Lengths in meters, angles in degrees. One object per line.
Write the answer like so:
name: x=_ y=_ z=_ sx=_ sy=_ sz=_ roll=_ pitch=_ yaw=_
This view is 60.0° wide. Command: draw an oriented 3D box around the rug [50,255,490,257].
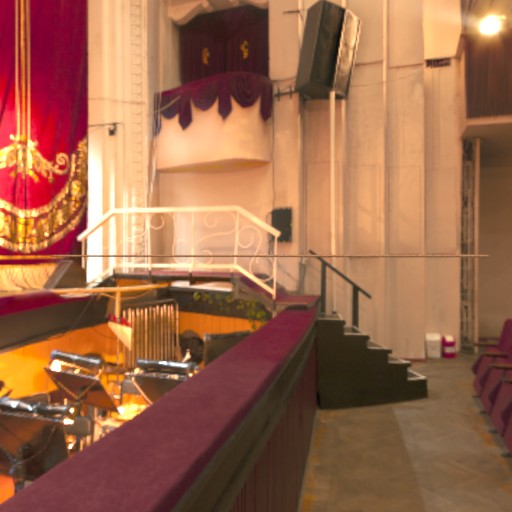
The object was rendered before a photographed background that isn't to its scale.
rug: x=0.000 y=0.000 z=2.437 sx=2.196 sy=0.011 sz=0.662 roll=0 pitch=0 yaw=18
